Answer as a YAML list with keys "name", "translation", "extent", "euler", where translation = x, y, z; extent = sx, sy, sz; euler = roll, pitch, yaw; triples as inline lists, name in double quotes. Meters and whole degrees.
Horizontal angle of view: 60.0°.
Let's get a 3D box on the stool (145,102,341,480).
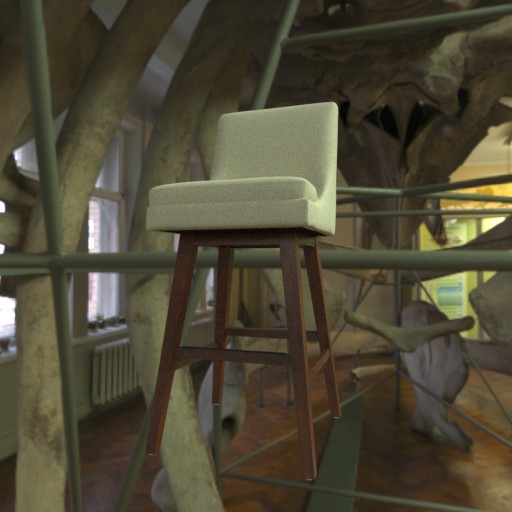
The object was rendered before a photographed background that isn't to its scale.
- name: "stool"
  translation: [0.000, 0.000, 1.394]
  extent: [0.470, 1.097, 0.559]
  euler: [0, -1, 18]
